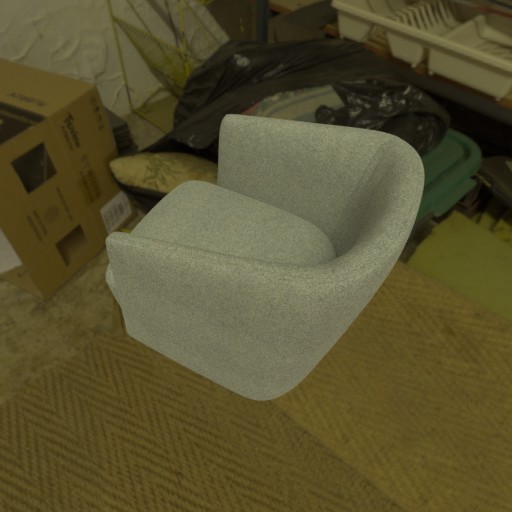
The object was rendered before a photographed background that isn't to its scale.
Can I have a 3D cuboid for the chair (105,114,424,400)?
[{"bbox_3d":[0.000,0.000,1.651,0.986,0.861,0.822,18,49,16],"label":"chair"}]
